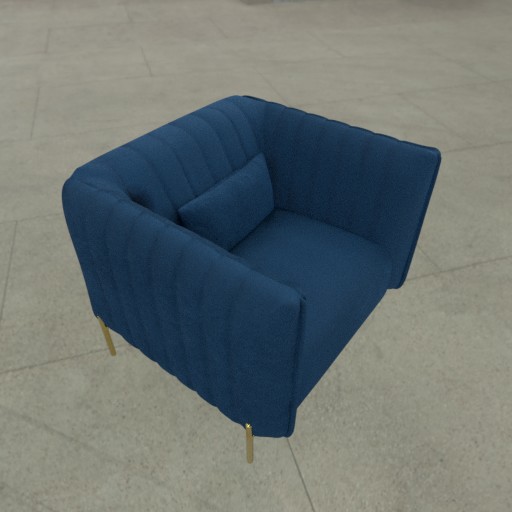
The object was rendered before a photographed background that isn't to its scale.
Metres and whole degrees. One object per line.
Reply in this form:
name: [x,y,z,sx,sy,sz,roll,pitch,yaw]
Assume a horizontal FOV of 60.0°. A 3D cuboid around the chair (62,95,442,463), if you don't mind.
chair: [0.000,0.000,1.596,0.877,0.793,0.947,27,48,27]
